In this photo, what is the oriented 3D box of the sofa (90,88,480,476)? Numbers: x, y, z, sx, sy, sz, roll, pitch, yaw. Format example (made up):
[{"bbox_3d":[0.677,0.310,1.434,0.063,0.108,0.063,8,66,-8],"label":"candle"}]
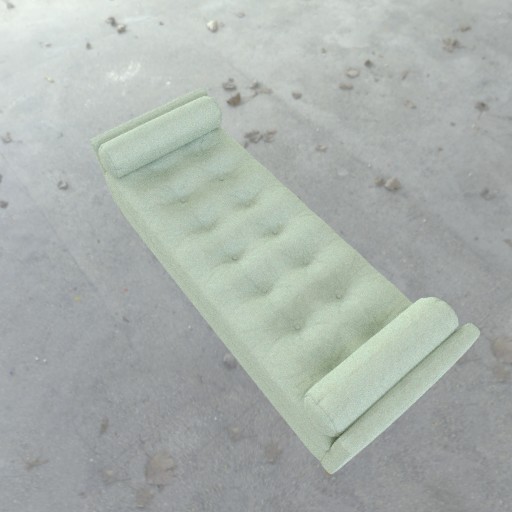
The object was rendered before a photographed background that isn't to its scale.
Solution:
[{"bbox_3d":[0.000,0.000,2.408,0.796,0.705,2.102,-33,63,-20],"label":"sofa"}]
